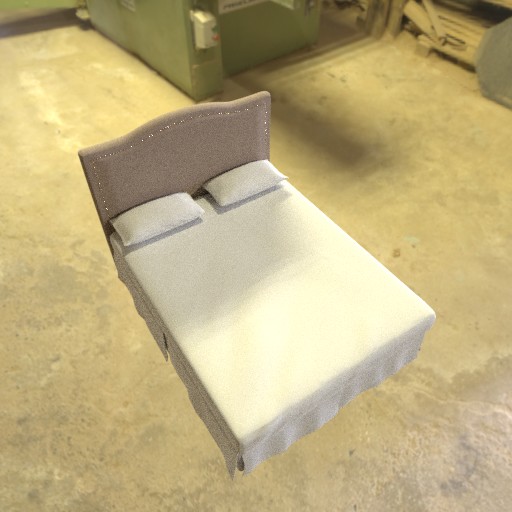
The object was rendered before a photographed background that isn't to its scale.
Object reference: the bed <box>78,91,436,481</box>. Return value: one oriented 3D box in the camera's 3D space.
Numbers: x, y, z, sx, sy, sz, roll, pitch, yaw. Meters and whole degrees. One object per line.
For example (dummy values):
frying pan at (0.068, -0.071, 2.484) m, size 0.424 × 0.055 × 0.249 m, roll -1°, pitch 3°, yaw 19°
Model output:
bed at (0.000, 0.000, 3.425) m, size 1.821 × 1.436 × 2.282 m, roll -26°, pitch 52°, yaw -22°
